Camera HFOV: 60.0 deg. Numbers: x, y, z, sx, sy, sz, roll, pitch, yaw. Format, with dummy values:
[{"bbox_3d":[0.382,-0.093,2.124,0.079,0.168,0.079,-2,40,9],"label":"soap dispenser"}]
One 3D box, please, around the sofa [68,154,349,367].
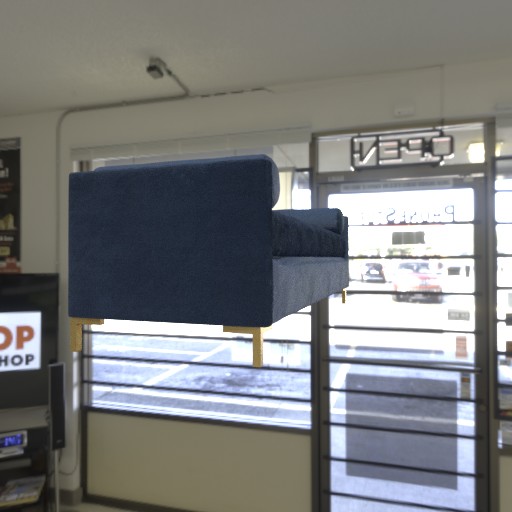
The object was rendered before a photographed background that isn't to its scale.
[{"bbox_3d":[0.000,0.000,2.479,0.796,0.705,2.102,0,0,19],"label":"sofa"}]
